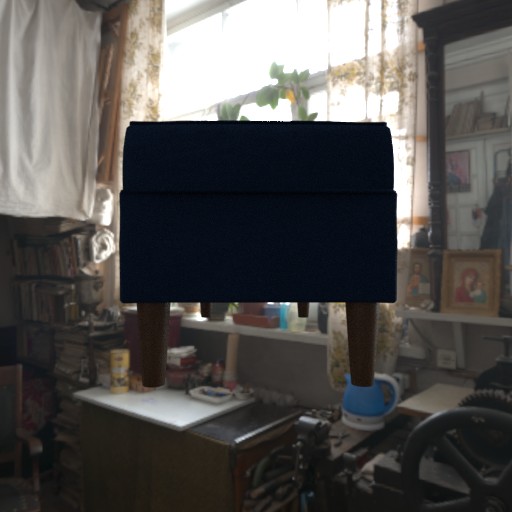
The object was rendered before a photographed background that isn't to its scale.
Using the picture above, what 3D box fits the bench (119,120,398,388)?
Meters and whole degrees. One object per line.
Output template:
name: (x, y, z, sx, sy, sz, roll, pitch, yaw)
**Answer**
bench: (0.000, 0.000, 1.256, 0.489, 0.467, 1.010, 0, 0, -1)
